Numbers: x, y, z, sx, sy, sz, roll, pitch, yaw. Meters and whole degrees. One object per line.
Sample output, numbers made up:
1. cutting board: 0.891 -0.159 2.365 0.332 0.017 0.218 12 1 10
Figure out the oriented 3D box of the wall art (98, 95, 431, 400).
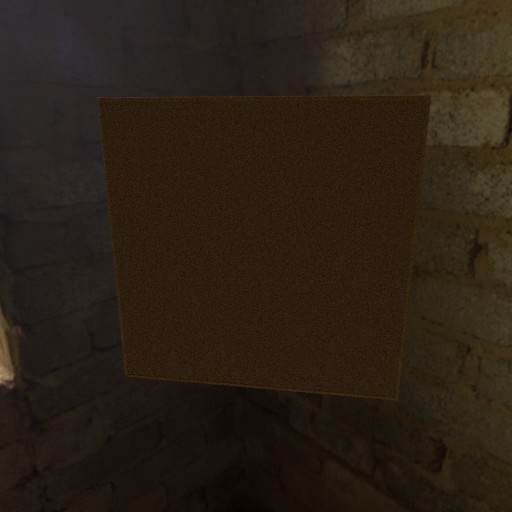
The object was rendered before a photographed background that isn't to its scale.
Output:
1. wall art: 0.000 0.000 0.968 0.657 0.655 0.014 3 17 8
